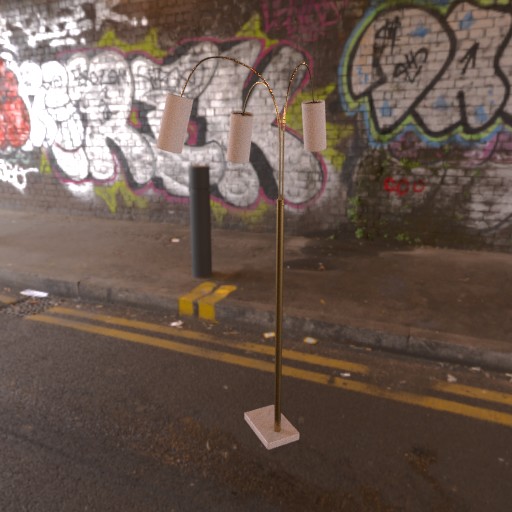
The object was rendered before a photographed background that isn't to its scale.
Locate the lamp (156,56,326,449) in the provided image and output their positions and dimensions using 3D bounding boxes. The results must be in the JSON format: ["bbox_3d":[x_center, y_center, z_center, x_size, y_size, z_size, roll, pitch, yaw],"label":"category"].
[{"bbox_3d":[0.000,0.000,2.529,1.020,2.055,0.667,-7,16,-25],"label":"lamp"}]
